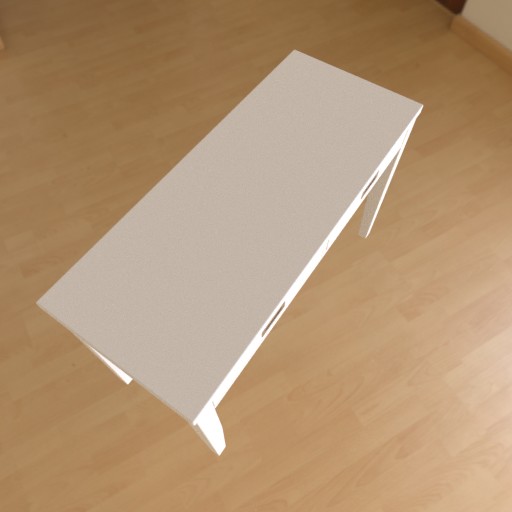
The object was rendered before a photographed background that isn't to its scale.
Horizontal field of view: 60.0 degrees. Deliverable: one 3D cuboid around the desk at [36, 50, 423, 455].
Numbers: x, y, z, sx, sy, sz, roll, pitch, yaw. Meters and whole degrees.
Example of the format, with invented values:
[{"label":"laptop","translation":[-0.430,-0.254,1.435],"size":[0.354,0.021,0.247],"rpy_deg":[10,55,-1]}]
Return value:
[{"label":"desk","translation":[0.000,0.000,1.627],"size":[0.508,0.775,1.220],"rpy_deg":[31,65,16]}]
